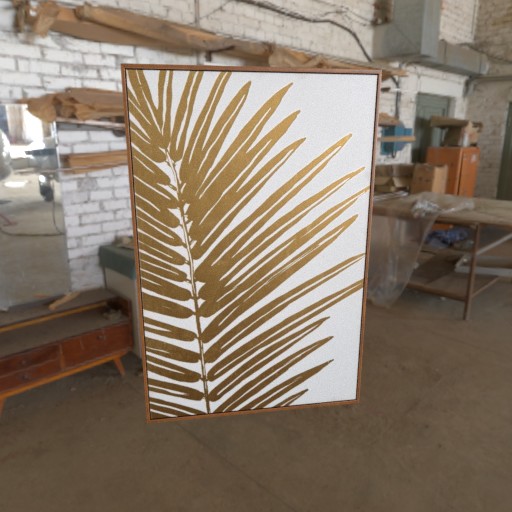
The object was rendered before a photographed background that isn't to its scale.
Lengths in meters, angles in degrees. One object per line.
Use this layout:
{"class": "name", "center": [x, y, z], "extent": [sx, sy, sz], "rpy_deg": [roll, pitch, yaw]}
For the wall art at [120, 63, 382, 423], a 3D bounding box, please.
{"class": "wall art", "center": [0.000, 0.000, 1.159], "extent": [0.610, 0.914, 0.037], "rpy_deg": [-2, 15, -9]}
